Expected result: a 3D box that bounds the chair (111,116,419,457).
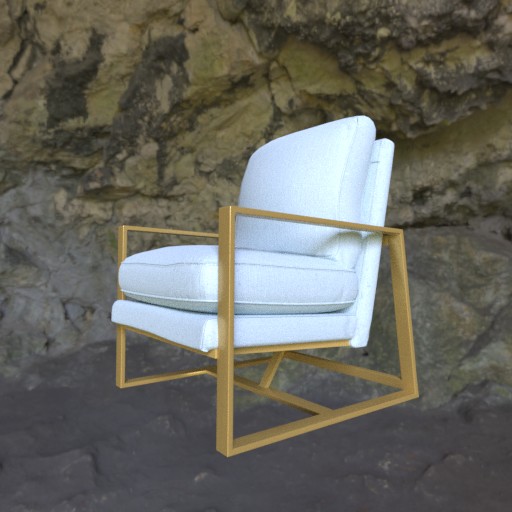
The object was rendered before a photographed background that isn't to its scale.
[{"bbox_3d":[0.000,0.000,1.564,0.813,0.956,0.758,1,-1,-37],"label":"chair"}]
